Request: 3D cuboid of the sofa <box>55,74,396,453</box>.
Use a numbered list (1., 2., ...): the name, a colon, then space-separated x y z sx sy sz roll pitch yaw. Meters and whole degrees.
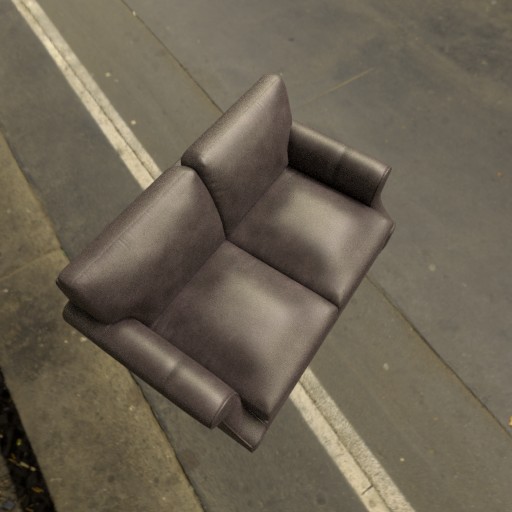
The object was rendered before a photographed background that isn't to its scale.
1. sofa: 0.000 0.000 2.324 1.030 0.979 1.663 31 64 17
